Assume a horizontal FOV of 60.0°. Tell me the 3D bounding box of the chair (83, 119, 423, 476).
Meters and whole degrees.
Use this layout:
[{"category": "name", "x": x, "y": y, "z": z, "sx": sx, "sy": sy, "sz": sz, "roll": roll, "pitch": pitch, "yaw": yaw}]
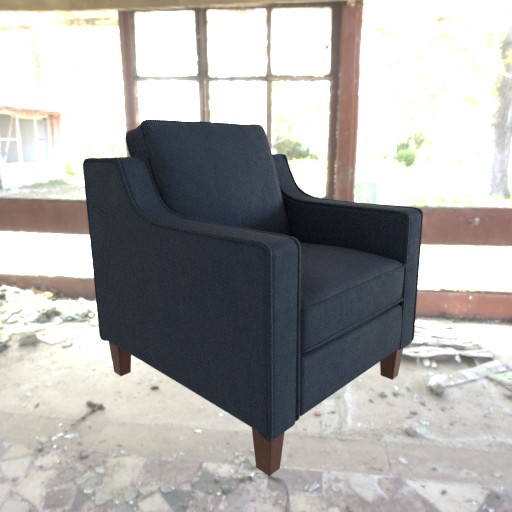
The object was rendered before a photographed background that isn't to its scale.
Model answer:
[{"category": "chair", "x": 0.000, "y": 0.000, "z": 1.625, "sx": 0.909, "sy": 0.960, "sz": 0.831, "roll": 13, "pitch": 19, "yaw": 42}]
